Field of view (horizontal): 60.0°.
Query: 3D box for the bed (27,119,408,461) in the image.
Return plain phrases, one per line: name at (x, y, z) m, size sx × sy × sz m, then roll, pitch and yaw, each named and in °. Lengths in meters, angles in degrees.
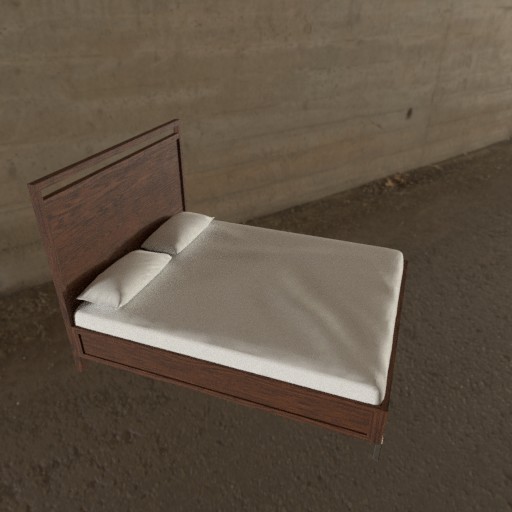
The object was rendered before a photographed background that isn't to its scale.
bed at (0.000, 0.000, 3.356) m, size 2.218 × 1.487 × 1.765 m, roll 10°, pitch 32°, yaw 17°
